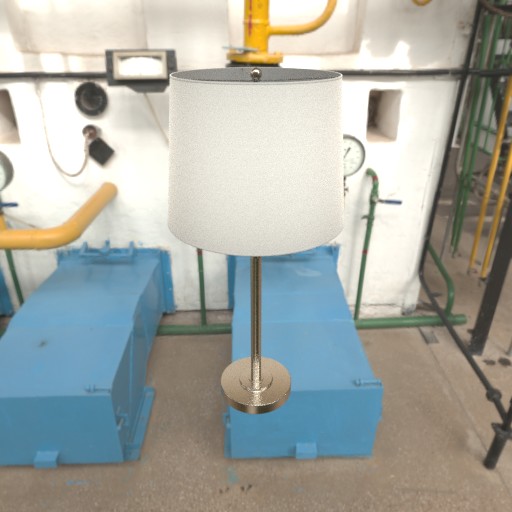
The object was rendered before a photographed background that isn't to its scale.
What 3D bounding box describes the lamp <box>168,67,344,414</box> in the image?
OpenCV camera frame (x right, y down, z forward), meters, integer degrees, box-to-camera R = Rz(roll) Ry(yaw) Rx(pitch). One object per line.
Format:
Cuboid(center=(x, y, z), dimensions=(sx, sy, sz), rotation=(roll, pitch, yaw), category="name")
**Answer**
Cuboid(center=(0.000, 0.000, 0.885), dimensions=(0.333, 0.696, 0.333), rotation=(0, 27, 0), category="lamp")
